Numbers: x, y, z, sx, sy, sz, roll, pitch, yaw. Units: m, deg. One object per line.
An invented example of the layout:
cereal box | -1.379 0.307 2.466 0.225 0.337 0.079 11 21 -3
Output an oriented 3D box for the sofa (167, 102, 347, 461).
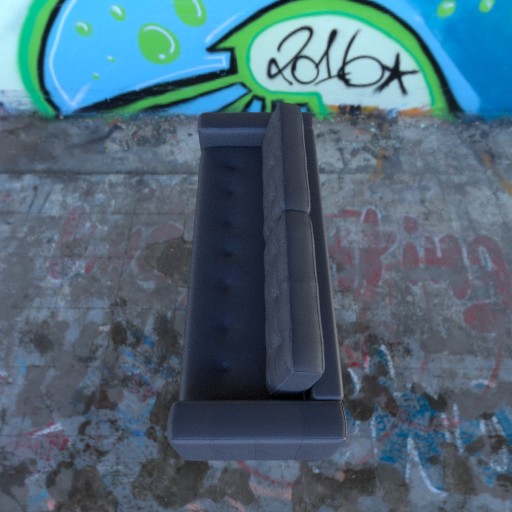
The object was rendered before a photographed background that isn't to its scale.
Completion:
sofa | 0.000 0.000 2.756 0.833 0.893 2.275 0 57 0
